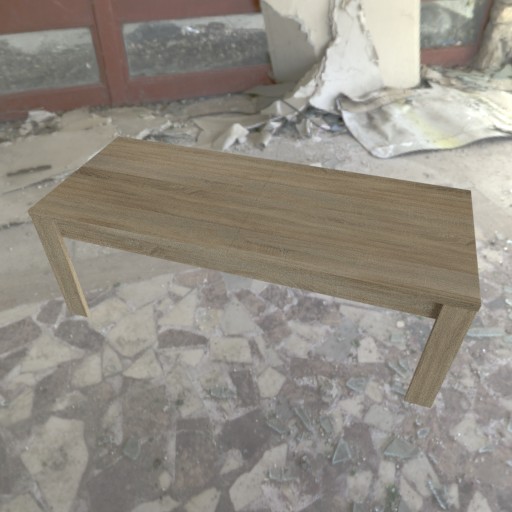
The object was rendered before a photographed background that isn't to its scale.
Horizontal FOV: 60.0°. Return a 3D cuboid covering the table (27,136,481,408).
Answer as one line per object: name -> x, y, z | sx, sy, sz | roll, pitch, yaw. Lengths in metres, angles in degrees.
table -> 0.000, 0.000, 2.628 | 2.200, 0.790, 0.900 | 12, 42, 13
